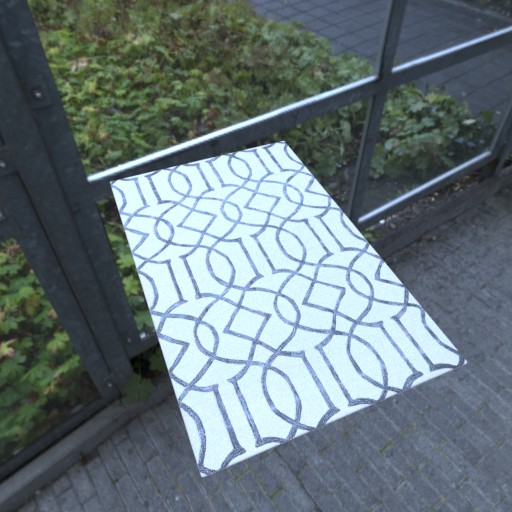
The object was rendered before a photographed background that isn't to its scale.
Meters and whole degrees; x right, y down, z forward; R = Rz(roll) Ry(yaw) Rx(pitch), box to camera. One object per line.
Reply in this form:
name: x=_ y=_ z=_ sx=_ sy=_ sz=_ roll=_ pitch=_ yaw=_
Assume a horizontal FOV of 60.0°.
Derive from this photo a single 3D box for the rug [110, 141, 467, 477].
rug: x=0.000 y=0.000 z=2.961 sx=1.521 sy=0.017 sz=2.365 roll=-17 pitch=49 yaw=-15
